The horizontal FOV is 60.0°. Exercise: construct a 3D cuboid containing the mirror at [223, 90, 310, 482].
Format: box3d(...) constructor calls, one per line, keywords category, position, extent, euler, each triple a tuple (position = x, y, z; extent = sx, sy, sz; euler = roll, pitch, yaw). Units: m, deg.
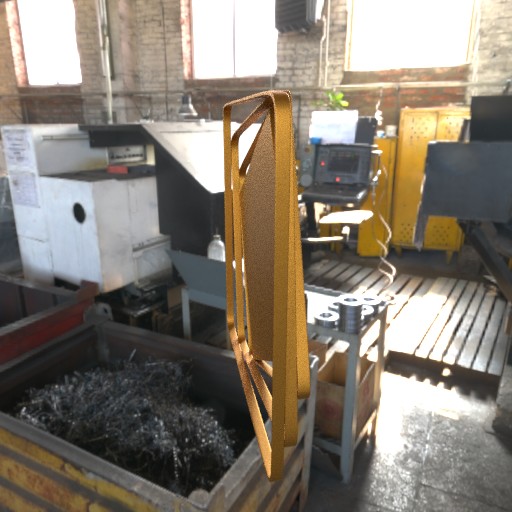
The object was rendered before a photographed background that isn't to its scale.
box3d(category="mirror", position=(0.000, 0.000, 0.694), extent=(0.045, 0.468, 0.470), euler=(-3, 17, -10))
